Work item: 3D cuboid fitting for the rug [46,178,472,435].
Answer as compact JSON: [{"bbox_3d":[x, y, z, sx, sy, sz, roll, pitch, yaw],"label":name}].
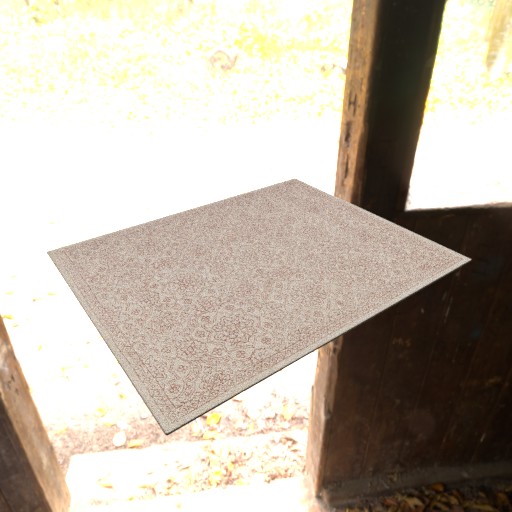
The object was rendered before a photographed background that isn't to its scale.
[{"bbox_3d":[0.000,0.000,4.058,3.050,0.015,2.441,-21,38,-30],"label":"rug"}]
